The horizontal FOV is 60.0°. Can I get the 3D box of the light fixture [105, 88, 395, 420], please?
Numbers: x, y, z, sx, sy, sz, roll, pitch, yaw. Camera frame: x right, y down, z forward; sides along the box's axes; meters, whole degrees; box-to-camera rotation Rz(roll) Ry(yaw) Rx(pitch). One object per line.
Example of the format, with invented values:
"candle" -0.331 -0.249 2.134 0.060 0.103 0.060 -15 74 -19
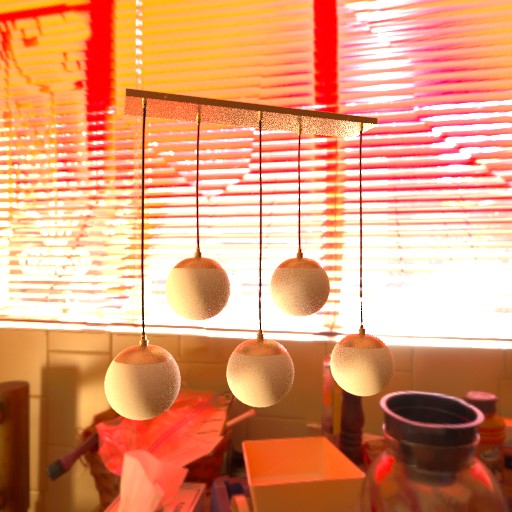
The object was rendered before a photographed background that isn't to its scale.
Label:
"light fixture" 0.000 0.000 1.343 0.863 0.869 0.299 0 -1 -18
